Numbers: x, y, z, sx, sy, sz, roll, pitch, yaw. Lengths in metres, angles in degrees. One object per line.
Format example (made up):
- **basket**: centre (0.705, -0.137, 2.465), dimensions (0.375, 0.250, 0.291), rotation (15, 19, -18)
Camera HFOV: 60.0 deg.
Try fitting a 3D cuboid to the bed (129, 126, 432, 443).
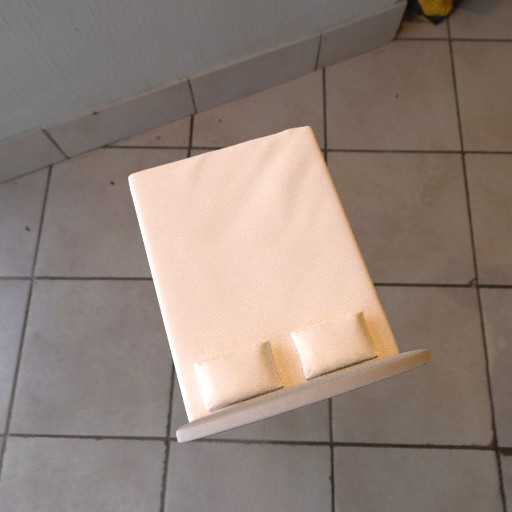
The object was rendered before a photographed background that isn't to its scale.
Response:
- **bed**: centre (0.000, 0.000, 3.114), dimensions (1.607, 1.410, 2.005), rotation (-17, 74, -5)
